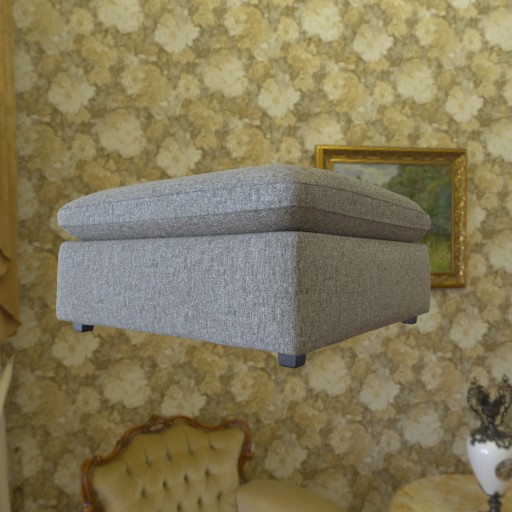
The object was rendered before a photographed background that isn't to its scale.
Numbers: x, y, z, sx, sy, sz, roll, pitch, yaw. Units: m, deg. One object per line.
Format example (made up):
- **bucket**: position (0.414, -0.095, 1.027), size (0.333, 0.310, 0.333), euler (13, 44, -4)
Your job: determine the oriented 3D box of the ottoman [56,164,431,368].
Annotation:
- **ottoman**: position (0.000, 0.000, 1.640), size (1.035, 0.526, 1.039), euler (0, -1, 37)
